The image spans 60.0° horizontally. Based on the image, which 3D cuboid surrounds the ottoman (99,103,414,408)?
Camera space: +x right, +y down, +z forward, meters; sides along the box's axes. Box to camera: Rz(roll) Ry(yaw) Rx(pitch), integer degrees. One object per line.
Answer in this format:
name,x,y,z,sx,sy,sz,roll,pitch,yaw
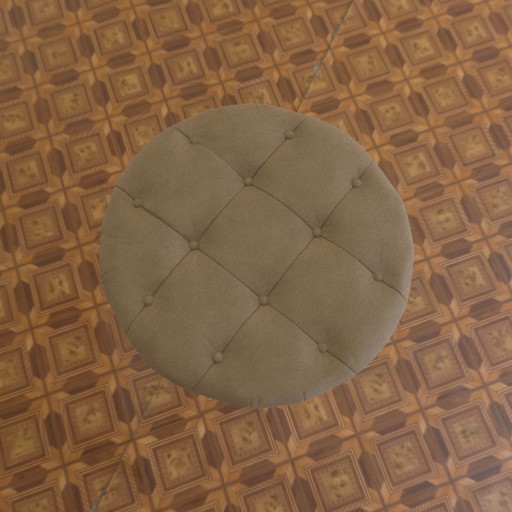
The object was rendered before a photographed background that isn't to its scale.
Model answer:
ottoman,0.000,0.000,1.409,0.901,0.439,0.901,0,76,0
